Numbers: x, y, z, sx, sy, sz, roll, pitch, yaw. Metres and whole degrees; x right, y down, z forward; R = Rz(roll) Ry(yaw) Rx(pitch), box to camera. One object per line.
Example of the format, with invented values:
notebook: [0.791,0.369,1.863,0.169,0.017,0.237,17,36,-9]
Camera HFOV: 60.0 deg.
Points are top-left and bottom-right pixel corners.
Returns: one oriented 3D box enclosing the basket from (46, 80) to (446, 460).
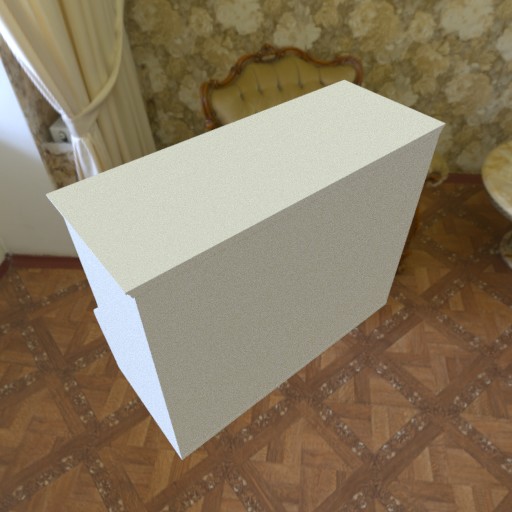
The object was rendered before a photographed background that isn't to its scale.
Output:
basket: [0.000,0.000,1.137,0.792,0.625,0.376,-30,52,-27]
